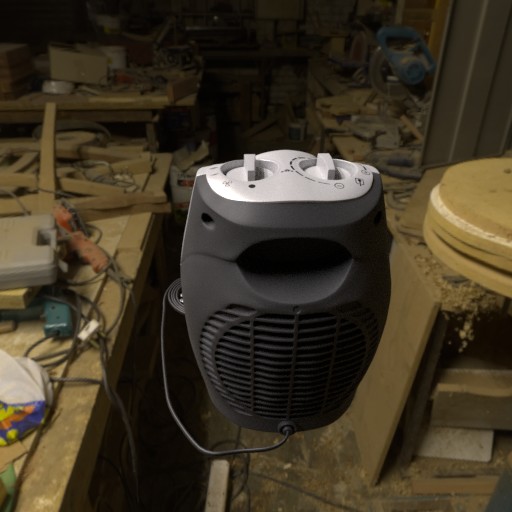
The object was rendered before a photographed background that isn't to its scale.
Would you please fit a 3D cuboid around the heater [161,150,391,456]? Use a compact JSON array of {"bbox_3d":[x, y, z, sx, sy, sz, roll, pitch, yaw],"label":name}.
[{"bbox_3d":[0.000,0.000,0.456,0.239,0.240,0.291,-1,31,-2],"label":"heater"}]
